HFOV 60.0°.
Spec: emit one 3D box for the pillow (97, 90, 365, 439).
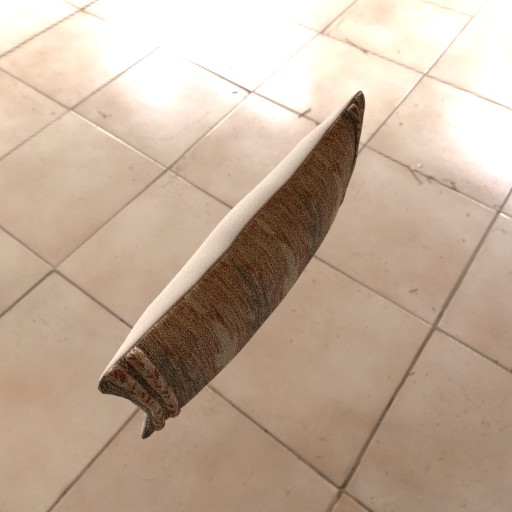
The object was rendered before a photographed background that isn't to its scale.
[{"bbox_3d":[0.000,0.000,0.731,0.139,0.282,0.635,31,63,18],"label":"pillow"}]
